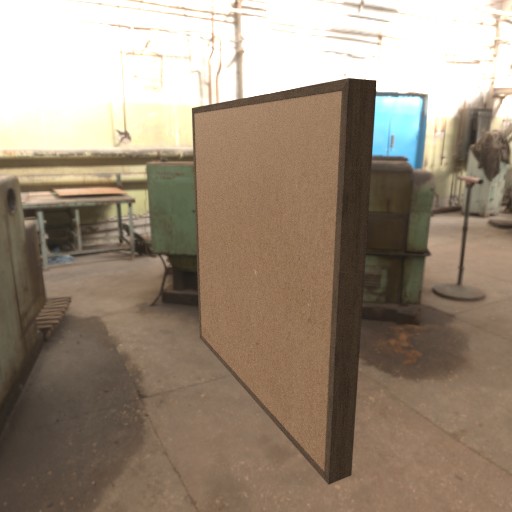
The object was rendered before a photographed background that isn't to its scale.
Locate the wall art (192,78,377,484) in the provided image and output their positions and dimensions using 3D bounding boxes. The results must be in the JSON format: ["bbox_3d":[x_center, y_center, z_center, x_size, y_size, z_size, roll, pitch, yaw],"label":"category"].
[{"bbox_3d":[0.000,0.000,0.755,0.038,0.508,0.508,-7,16,-26],"label":"wall art"}]
